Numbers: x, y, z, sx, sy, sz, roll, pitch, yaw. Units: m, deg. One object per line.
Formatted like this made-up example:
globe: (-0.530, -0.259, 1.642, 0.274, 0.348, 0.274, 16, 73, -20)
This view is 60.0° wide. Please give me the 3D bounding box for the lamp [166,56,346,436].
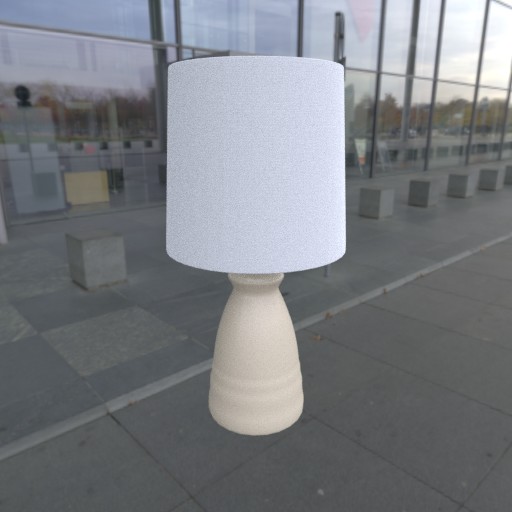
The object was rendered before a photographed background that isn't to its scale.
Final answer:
lamp: (0.000, 0.000, 0.472, 0.186, 0.369, 0.186, 0, 16, 0)
